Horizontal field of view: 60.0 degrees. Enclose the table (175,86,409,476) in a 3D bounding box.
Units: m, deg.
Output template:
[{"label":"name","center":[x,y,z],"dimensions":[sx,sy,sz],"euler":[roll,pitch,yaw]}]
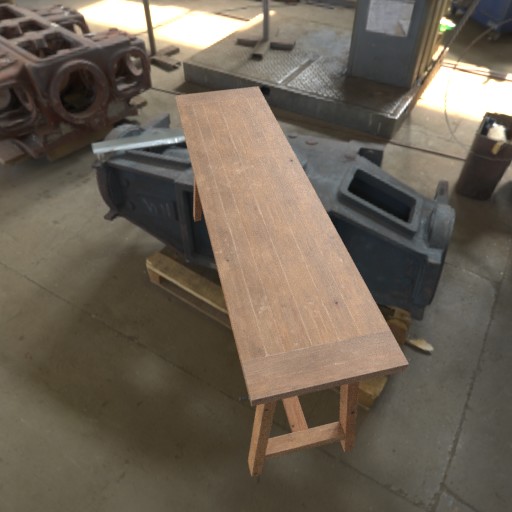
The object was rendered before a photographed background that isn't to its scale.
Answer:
[{"label":"table","center":[0.000,0.000,2.131],"dimensions":[0.465,0.810,1.800],"euler":[-10,47,-9]}]
